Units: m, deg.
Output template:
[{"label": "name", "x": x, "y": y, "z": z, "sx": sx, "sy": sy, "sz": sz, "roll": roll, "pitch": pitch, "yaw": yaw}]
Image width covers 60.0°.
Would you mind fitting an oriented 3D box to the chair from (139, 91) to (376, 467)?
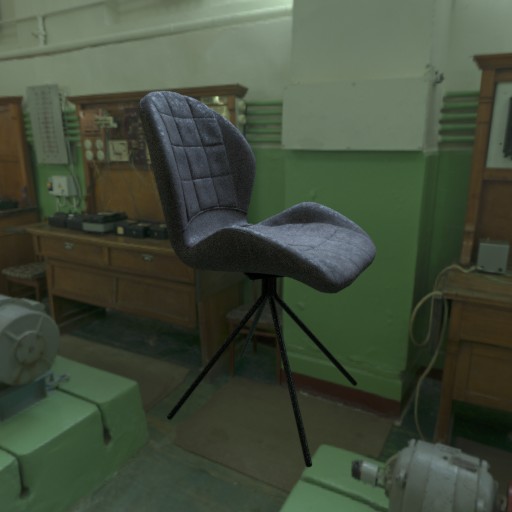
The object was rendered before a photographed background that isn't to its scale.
[{"label": "chair", "x": 0.000, "y": 0.000, "z": 1.297, "sx": 0.640, "sy": 0.934, "sz": 0.527, "roll": 7, "pitch": 16, "yaw": 26}]
